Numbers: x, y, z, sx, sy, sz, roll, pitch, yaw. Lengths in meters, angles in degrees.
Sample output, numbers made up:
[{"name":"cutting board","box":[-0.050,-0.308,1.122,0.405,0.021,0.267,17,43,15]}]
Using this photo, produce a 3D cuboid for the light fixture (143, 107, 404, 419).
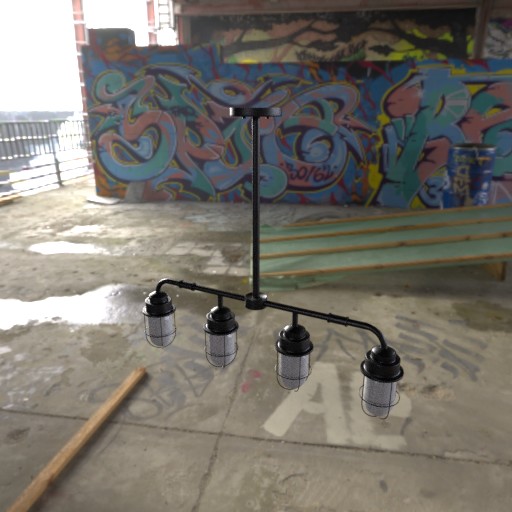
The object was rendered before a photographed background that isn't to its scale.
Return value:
[{"name":"light fixture","box":[0.000,0.000,1.238,0.852,0.785,0.131,10,21,28]}]
